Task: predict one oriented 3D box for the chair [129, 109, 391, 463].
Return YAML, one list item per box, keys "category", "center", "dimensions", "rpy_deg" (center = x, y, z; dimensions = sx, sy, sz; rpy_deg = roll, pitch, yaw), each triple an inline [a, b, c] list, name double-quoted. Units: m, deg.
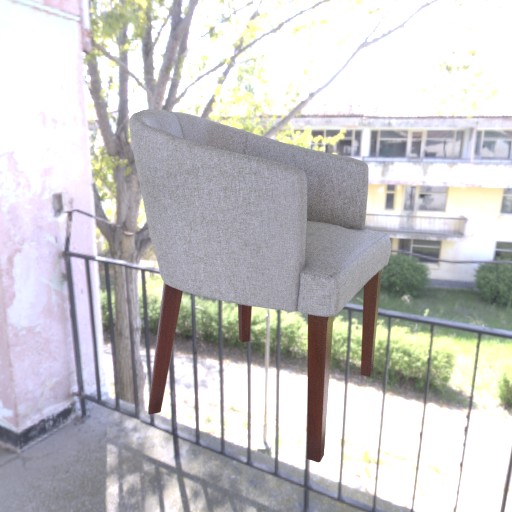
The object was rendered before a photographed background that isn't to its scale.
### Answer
- category: "chair"
  center: [0.000, 0.000, 1.266]
  dimensions: [0.655, 0.811, 0.583]
  rpy_deg: [7, 15, 27]
